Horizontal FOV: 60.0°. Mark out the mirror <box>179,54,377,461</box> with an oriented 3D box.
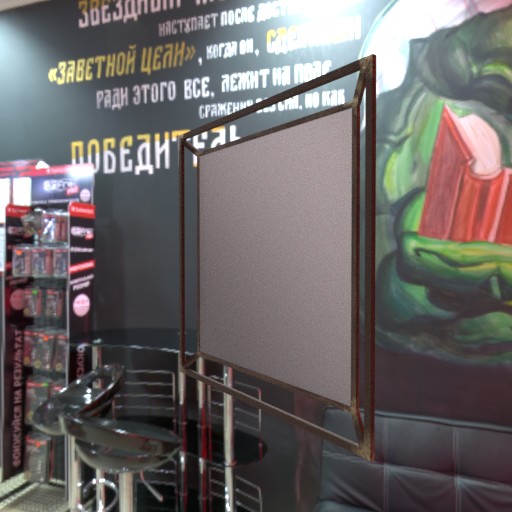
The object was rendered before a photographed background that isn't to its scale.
[{"bbox_3d":[0.000,0.000,0.915,0.032,0.610,0.610,-1,1,-38],"label":"mirror"}]
